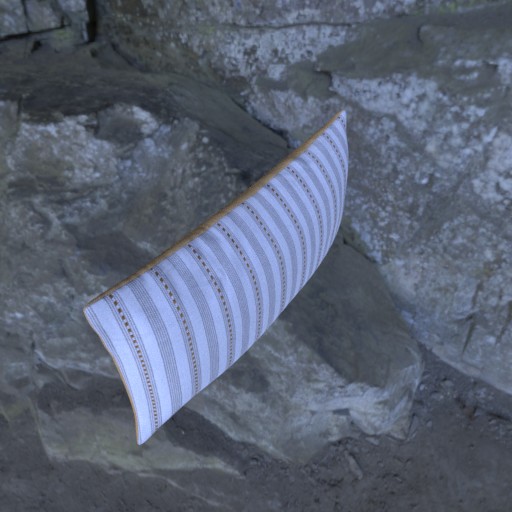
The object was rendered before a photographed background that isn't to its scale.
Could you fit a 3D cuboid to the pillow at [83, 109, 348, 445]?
[{"bbox_3d":[0.000,0.000,0.733,0.151,0.291,0.608,24,47,25],"label":"pillow"}]
